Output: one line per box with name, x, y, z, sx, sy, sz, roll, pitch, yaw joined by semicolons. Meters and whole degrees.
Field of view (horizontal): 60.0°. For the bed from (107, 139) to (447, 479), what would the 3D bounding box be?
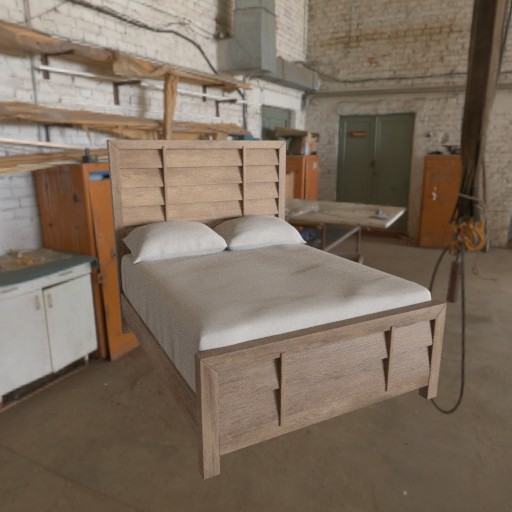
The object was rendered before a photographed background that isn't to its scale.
bed;0.000;0.000;3.191;1.615;1.631;2.017;-7;16;-27
